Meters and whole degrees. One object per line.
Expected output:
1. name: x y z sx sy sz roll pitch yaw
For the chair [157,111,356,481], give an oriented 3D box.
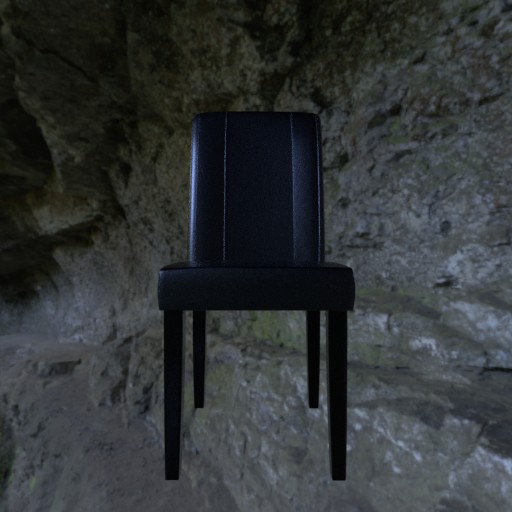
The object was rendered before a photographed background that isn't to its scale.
1. chair: 0.000 0.000 1.141 0.399 0.897 0.556 0 1 0
